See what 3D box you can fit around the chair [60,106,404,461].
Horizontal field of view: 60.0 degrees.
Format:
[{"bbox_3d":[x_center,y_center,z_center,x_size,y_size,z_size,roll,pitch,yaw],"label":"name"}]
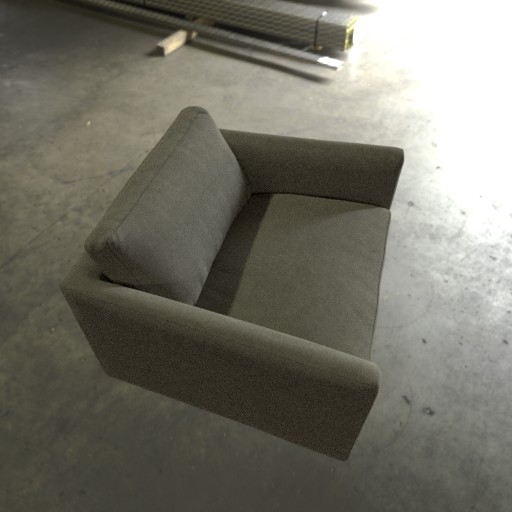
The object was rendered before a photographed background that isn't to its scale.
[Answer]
[{"bbox_3d":[0.000,0.000,1.865,1.091,0.845,1.190,12,49,11],"label":"chair"}]
